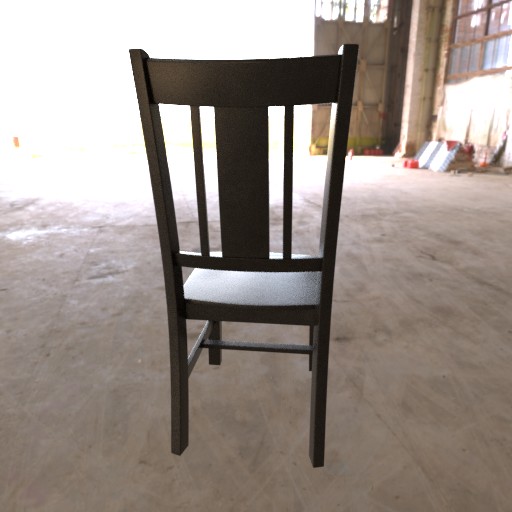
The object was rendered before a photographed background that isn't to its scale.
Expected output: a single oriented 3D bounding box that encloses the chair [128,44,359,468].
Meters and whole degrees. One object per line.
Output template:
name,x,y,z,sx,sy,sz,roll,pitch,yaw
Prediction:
chair,0.000,0.000,1.239,0.450,0.998,0.555,2,17,7
